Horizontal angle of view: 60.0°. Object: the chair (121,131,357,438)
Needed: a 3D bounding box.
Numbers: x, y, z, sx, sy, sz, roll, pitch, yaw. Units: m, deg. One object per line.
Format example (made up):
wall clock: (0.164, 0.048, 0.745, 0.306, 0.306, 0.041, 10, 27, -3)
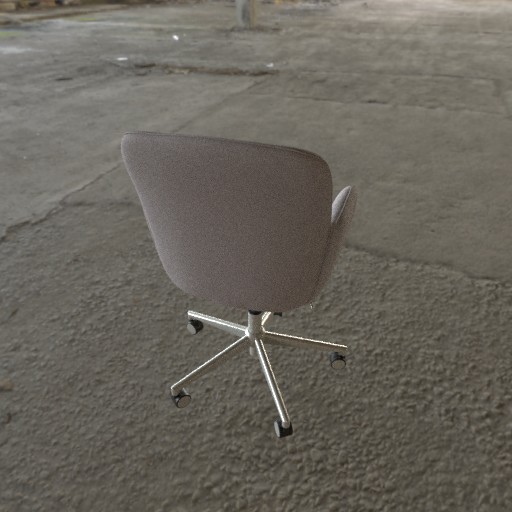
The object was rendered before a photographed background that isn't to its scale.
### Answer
chair: (0.000, 0.000, 1.413, 0.648, 0.959, 0.654, 10, 34, 16)
